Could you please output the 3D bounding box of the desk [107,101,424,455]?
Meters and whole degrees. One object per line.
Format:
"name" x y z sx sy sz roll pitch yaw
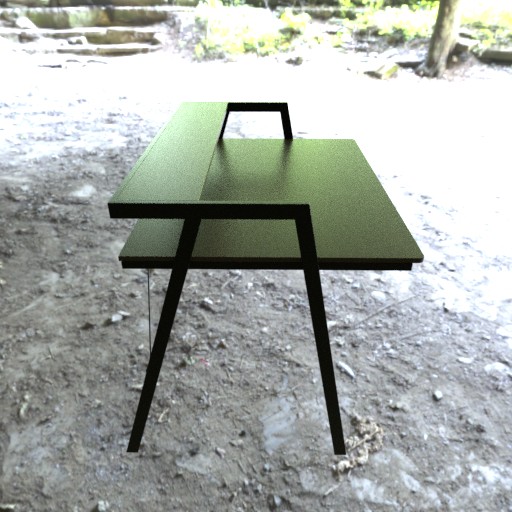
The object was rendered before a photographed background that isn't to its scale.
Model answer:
"desk" 0.000 0.000 1.848 0.936 0.998 1.143 0 31 1
